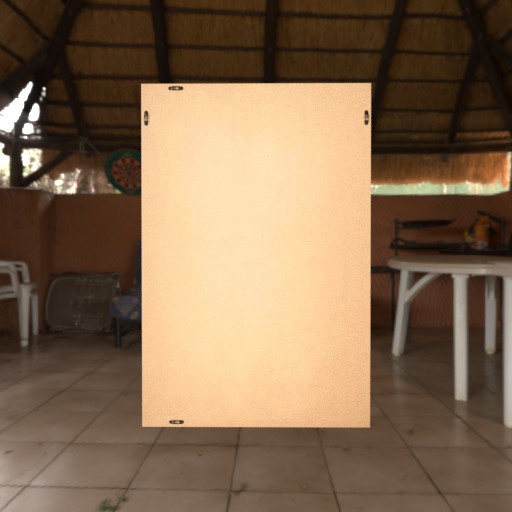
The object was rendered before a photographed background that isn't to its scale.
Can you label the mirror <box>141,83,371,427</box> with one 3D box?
[{"bbox_3d":[0.000,0.000,1.195,0.609,0.915,0.040,0,1,0],"label":"mirror"}]
